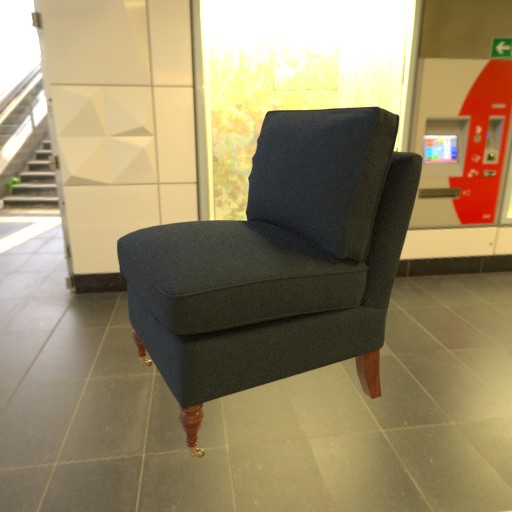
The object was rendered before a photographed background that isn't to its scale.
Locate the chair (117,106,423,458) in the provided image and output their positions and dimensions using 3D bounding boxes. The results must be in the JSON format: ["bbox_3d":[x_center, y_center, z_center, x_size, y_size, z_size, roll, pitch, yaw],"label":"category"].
[{"bbox_3d":[0.000,0.000,1.660,0.912,1.052,0.724,-9,19,-27],"label":"chair"}]
